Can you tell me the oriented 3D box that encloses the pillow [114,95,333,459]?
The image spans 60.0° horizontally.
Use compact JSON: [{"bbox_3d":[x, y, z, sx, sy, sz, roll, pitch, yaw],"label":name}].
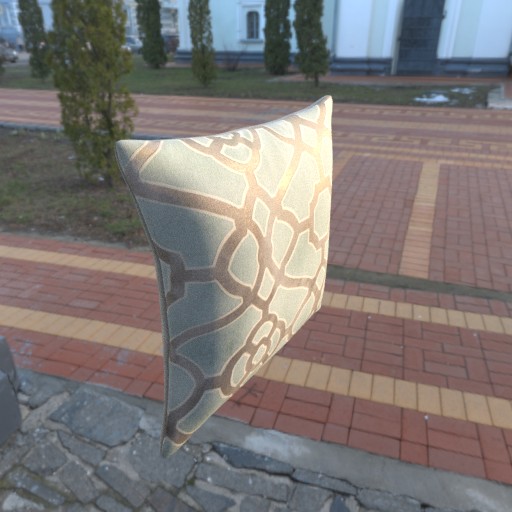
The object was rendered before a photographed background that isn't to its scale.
[{"bbox_3d":[0.000,0.000,0.812,0.166,0.508,0.552,17,31,30],"label":"pillow"}]
